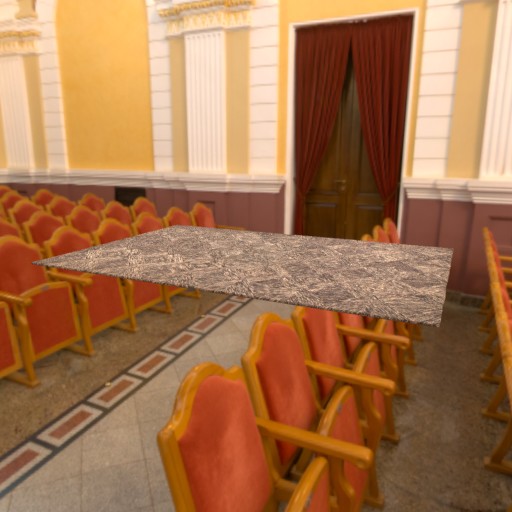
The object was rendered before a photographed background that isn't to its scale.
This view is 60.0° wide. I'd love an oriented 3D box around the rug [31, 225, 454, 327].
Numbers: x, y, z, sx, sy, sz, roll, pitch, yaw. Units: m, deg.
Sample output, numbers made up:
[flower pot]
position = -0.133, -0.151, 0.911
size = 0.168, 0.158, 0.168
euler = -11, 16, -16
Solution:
[rug]
position = 0.000, 0.000, 2.252
size = 1.808, 0.011, 1.189
euler = 6, 15, 25
